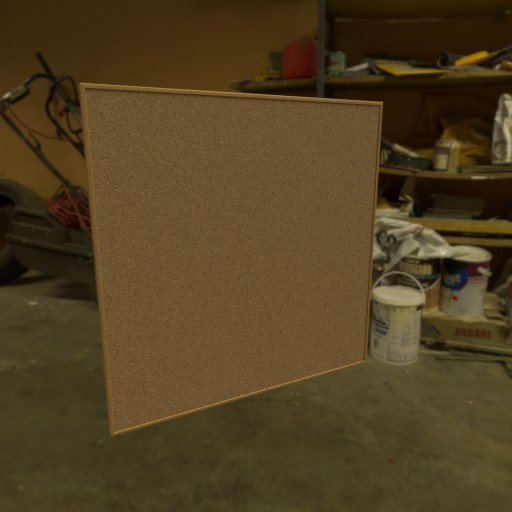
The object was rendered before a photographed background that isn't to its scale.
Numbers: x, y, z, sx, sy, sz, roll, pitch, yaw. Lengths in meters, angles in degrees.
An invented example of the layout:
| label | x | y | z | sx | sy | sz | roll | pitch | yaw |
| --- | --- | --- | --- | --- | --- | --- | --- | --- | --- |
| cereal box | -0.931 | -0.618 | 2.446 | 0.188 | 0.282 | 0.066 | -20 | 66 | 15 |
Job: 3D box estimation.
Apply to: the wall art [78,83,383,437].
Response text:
| label | x | y | z | sx | sy | sz | roll | pitch | yaw |
| --- | --- | --- | --- | --- | --- | --- | --- | --- | --- |
| wall art | 0.000 | 0.000 | 0.953 | 0.657 | 0.655 | 0.014 | -7 | 15 | -27 |
